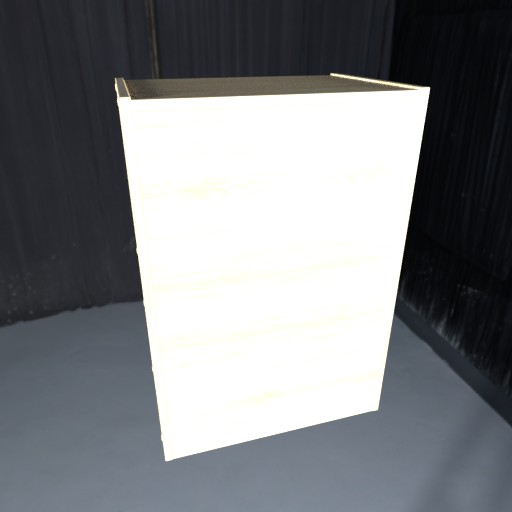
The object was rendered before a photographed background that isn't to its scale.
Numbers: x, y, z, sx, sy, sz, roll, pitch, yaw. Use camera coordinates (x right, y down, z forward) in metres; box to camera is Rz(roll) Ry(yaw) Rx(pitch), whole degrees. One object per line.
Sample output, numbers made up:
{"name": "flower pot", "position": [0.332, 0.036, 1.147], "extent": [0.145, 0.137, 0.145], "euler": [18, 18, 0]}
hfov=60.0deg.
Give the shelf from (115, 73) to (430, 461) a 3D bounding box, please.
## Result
{"name": "shelf", "position": [0.000, 0.000, 0.808], "extent": [0.414, 0.592, 0.290], "euler": [-8, 27, -15]}
